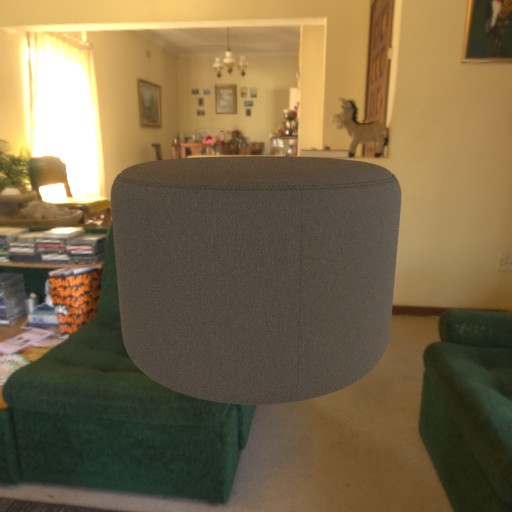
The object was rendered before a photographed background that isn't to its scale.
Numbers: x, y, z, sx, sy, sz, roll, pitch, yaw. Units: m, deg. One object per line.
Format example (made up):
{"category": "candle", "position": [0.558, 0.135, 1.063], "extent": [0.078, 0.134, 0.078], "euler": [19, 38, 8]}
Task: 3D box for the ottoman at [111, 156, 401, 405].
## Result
{"category": "ottoman", "position": [0.000, 0.000, 1.008], "extent": [0.608, 0.433, 0.608], "euler": [0, 15, 0]}
